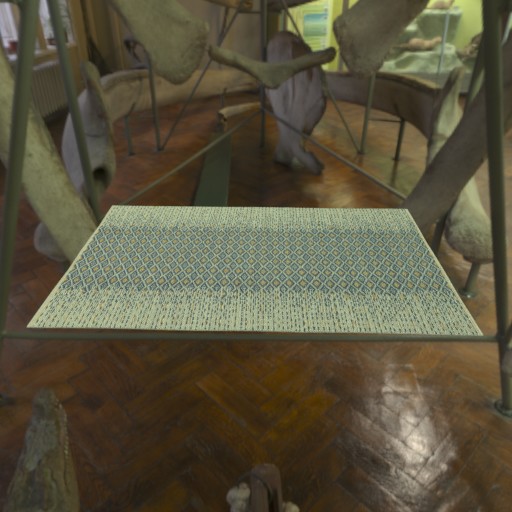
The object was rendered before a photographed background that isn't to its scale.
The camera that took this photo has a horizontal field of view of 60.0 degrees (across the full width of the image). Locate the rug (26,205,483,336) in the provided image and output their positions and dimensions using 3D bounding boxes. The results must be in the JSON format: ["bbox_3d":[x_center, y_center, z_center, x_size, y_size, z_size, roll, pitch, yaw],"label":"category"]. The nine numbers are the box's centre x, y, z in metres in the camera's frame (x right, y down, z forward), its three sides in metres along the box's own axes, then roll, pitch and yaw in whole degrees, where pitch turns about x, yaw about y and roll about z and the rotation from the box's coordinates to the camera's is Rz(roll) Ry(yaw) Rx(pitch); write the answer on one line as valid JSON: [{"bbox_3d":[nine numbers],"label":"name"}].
[{"bbox_3d":[0.000,0.000,3.024,2.448,0.008,1.541,1,32,1],"label":"rug"}]
